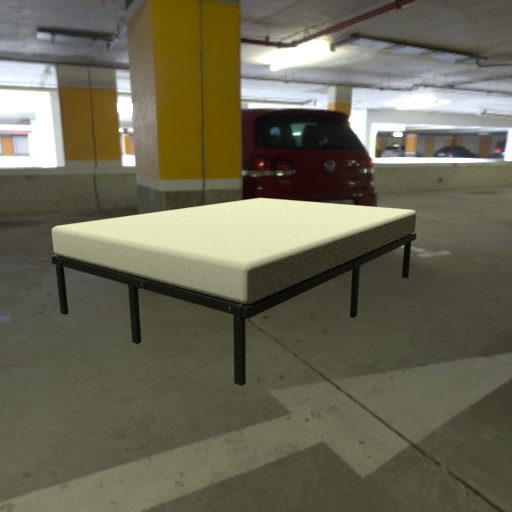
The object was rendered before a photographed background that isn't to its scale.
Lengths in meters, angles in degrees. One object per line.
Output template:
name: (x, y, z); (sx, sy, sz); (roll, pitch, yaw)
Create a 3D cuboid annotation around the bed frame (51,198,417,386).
bed frame: (0.000, 0.000, 3.836); (2.205, 0.680, 2.842); (13, 18, 43)
